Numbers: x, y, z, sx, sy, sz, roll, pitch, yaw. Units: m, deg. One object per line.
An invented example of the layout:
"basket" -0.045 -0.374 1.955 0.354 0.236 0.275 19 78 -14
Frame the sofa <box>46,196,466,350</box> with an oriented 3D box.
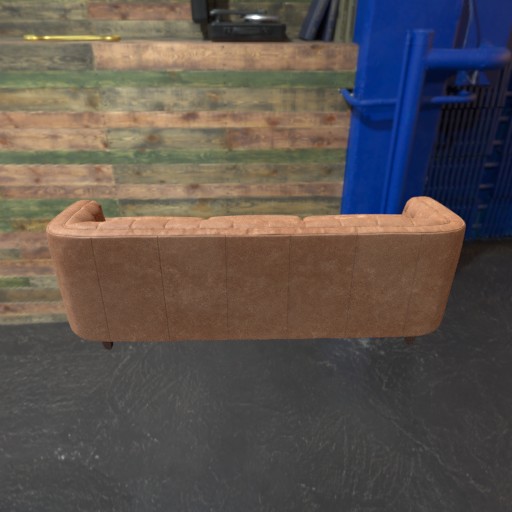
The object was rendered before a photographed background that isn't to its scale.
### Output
"sofa" 0.000 0.000 2.689 2.257 0.791 0.922 -1 30 -1
